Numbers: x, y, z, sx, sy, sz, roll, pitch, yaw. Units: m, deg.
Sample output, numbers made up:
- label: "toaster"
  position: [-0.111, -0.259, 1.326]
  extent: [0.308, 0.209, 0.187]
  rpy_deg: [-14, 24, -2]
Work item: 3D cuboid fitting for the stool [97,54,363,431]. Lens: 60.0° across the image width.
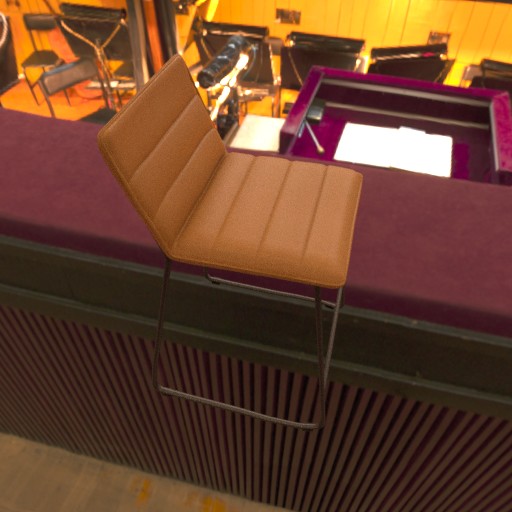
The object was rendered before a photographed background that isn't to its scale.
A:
- label: "stool"
  position: [0.000, 0.000, 1.167]
  extent: [0.524, 0.866, 0.489]
  rpy_deg: [11, 47, 10]
